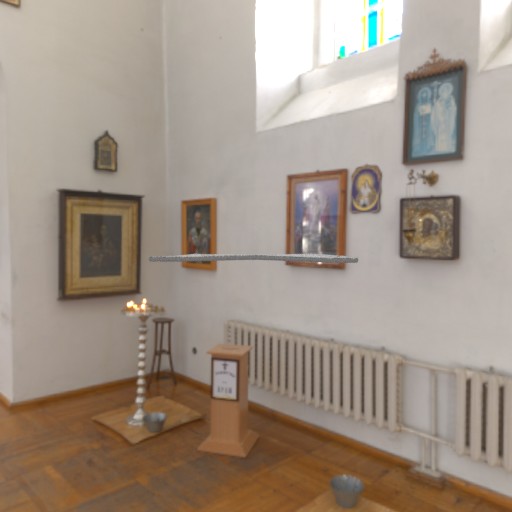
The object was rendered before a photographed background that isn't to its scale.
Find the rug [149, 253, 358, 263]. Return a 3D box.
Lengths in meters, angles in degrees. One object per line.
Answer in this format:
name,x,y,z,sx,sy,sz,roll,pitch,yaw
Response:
rug,0.000,0.000,2.585,0.675,0.037,2.341,0,0,0
